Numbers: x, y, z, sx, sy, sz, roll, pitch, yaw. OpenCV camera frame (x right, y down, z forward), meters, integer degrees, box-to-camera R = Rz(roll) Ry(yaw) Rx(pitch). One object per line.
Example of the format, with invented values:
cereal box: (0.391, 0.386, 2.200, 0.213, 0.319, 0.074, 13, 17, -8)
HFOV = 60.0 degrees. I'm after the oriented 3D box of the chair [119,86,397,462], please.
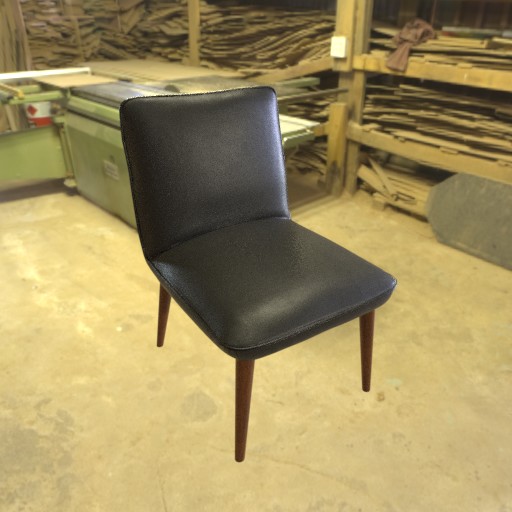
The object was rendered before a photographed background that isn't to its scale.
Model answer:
chair: (0.000, 0.000, 1.225, 0.543, 0.801, 0.645, -20, 34, -32)
